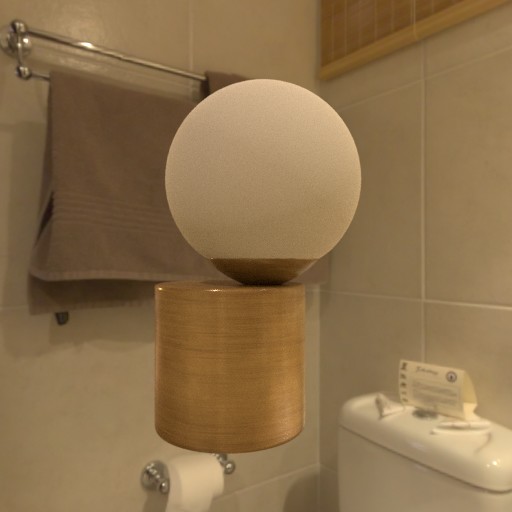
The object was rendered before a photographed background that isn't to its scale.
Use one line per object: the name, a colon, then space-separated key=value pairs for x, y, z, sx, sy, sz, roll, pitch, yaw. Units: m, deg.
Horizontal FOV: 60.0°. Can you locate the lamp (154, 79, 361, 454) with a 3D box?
lamp: x=0.000 y=0.000 z=0.329 sx=0.152 sy=0.250 sz=0.141 roll=0 pitch=0 yaw=18
